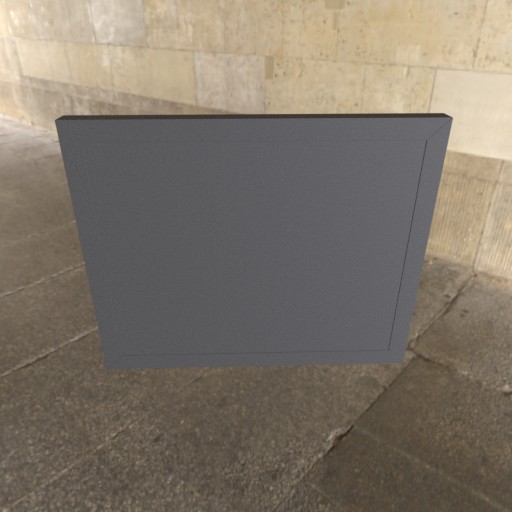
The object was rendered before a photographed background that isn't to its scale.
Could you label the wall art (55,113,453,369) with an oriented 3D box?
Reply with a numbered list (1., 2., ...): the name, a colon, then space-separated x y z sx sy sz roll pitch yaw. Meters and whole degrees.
1. wall art: 0.000 0.000 0.538 0.404 0.329 0.024 -1 28 -2
